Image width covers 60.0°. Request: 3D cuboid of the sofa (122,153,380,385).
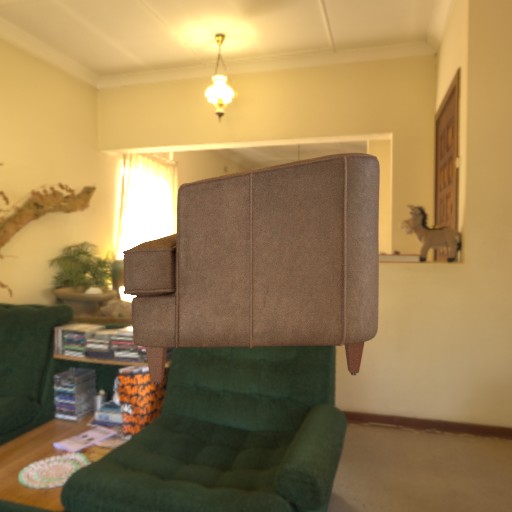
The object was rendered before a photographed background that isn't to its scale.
[{"bbox_3d":[0.000,0.000,2.263,0.917,0.799,1.767,0,2,-1],"label":"sofa"}]
